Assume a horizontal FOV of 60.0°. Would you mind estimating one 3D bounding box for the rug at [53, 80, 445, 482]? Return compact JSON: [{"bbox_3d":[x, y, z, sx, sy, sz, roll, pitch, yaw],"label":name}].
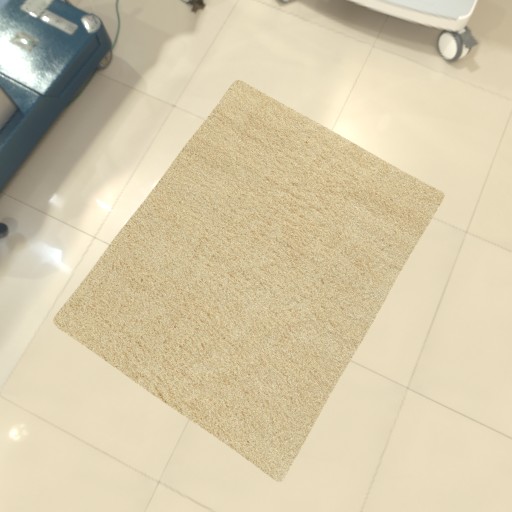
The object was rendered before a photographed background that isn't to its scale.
[{"bbox_3d":[0.000,0.000,4.086,2.401,0.025,3.001,32,77,8],"label":"rug"}]
